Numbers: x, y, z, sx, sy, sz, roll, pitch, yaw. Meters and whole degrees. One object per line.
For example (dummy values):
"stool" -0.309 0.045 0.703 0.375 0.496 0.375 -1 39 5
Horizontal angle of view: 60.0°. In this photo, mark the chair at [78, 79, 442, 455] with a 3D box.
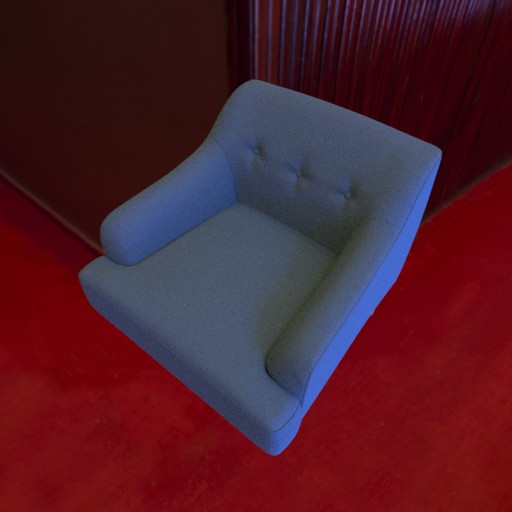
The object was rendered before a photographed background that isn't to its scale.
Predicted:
"chair" 0.000 0.000 1.625 0.946 0.818 0.951 31 54 26
